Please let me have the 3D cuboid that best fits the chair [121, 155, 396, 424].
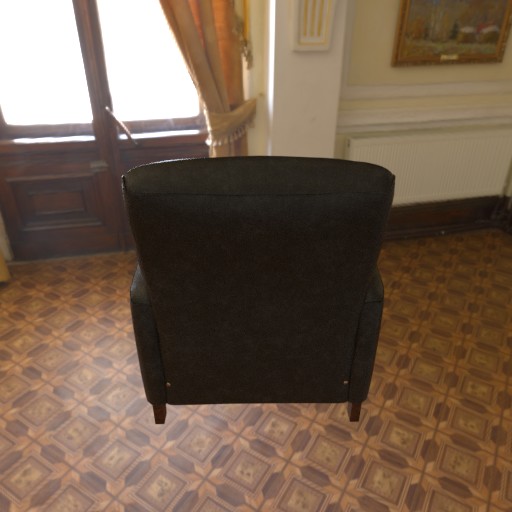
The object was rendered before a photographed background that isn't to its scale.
[{"bbox_3d":[0.000,0.000,1.670,0.848,1.014,0.864,0,30,-1],"label":"chair"}]
